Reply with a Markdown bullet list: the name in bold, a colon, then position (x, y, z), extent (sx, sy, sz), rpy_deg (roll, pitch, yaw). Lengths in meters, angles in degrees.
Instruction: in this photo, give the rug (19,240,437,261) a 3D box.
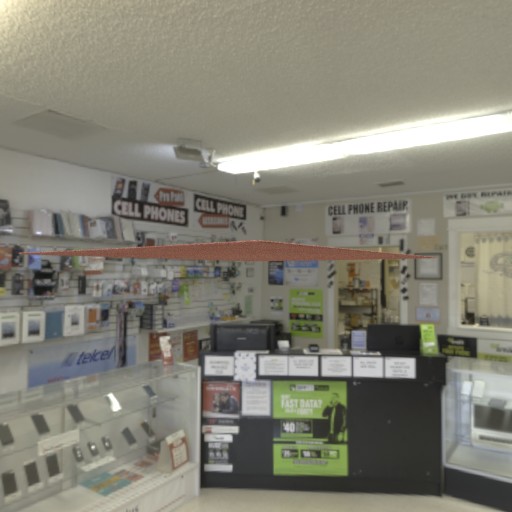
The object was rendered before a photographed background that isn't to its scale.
- **rug**: position (0.000, 0.000, 2.721), extent (1.594, 0.009, 2.112), rpy_deg (-2, -3, 37)
